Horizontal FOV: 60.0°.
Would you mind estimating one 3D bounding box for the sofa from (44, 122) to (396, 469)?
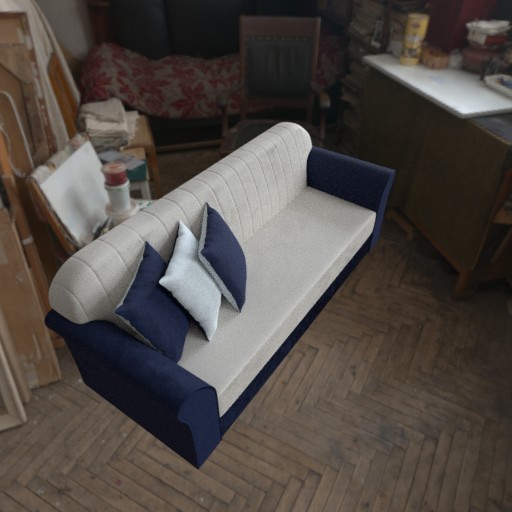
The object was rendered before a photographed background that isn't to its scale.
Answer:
[{"bbox_3d":[0.000,0.000,2.403,0.749,0.789,2.006,24,46,26],"label":"sofa"}]
